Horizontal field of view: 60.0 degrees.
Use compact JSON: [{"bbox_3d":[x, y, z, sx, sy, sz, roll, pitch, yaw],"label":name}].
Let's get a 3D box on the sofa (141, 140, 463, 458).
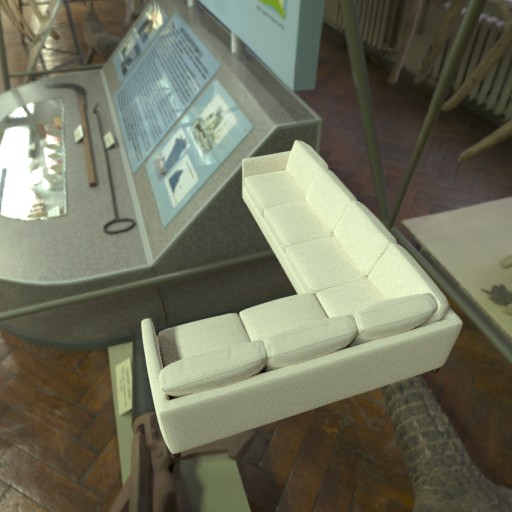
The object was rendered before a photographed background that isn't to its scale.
[{"bbox_3d":[0.000,0.000,4.688,2.593,0.947,3.302,-13,43,-14],"label":"sofa"}]
